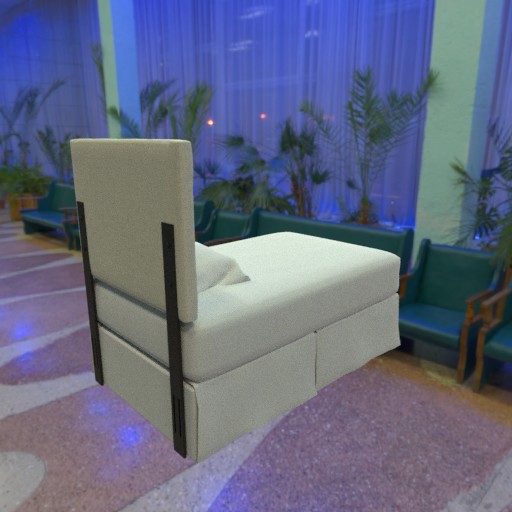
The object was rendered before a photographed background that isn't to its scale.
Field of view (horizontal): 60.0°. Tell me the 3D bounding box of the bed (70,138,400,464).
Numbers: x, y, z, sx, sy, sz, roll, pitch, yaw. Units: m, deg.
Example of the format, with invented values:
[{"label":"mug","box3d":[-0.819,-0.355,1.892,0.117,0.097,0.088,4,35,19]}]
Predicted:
[{"label":"bed","box3d":[0.000,0.000,3.064,1.997,1.571,1.261,-14,20,-42]}]
